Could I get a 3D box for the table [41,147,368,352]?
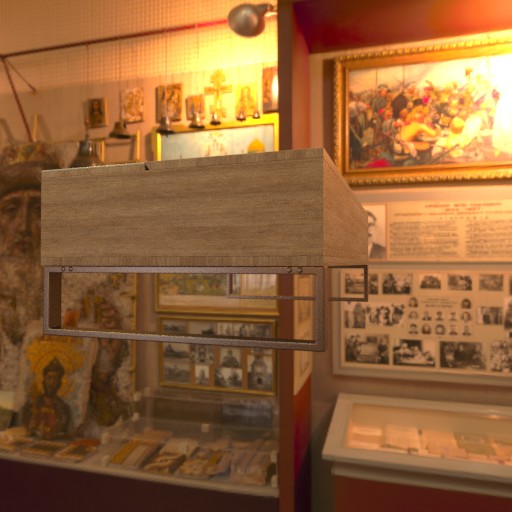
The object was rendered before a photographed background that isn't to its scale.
[{"bbox_3d":[0.000,0.000,1.368,0.600,0.350,1.100,0,-1,18],"label":"table"}]
